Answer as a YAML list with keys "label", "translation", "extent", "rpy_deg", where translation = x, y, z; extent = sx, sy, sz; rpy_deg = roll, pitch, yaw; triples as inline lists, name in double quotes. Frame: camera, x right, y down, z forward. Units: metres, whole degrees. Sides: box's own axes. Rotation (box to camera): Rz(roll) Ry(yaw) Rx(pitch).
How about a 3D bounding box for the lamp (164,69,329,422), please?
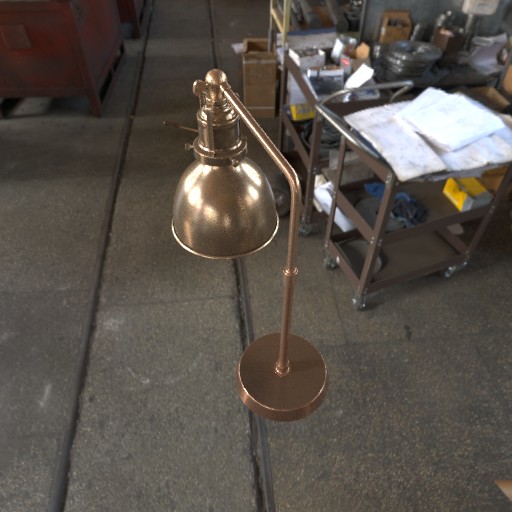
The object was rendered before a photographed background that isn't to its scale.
- label: "lamp"
  translation: [0.000, 0.000, 0.595]
  extent: [0.153, 0.456, 0.286]
  rpy_deg: [-30, 53, -26]
